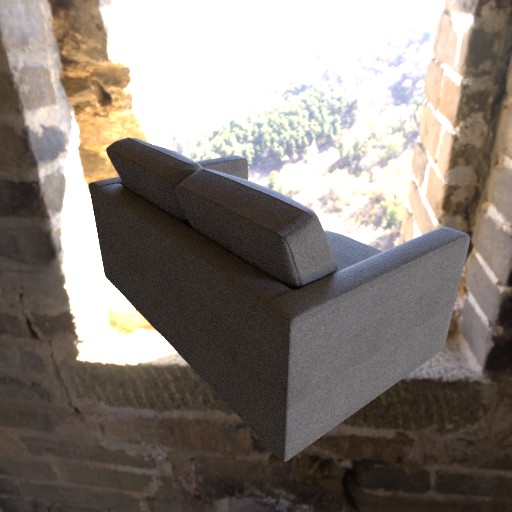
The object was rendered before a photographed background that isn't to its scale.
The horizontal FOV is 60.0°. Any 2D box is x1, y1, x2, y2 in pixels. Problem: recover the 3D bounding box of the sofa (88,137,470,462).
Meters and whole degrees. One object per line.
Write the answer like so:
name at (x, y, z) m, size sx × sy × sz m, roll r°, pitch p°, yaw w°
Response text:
sofa at (0.000, 0.000, 2.082) m, size 0.969 × 0.973 × 1.527 m, roll -20°, pitch 33°, yaw -33°
